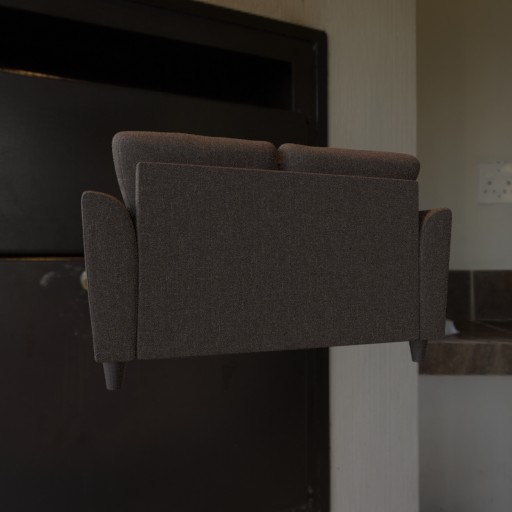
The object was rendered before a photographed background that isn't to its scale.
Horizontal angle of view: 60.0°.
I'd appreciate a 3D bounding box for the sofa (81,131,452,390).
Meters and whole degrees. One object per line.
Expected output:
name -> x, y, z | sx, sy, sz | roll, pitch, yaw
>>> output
sofa -> 0.000, 0.000, 1.984 | 1.423, 0.885, 0.851 | 0, -1, -19
